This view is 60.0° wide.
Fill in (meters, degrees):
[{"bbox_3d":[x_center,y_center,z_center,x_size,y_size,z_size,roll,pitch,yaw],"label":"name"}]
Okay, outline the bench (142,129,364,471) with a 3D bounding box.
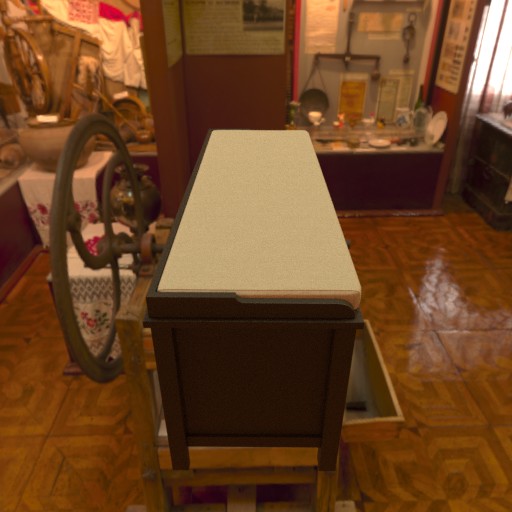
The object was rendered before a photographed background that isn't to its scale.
[{"bbox_3d":[0.000,0.000,1.387,0.398,0.501,1.140,0,31,0],"label":"bench"}]
